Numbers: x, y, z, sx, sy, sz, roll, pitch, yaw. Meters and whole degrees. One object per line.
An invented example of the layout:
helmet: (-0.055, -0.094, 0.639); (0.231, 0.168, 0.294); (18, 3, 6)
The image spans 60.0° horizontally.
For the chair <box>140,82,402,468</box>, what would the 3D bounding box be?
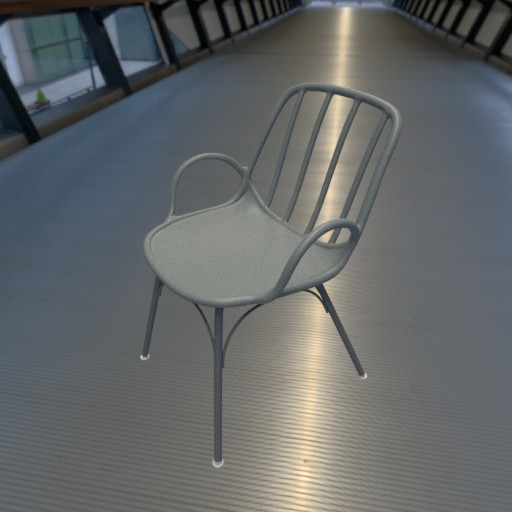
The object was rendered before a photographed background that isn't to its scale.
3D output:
chair: (0.000, 0.000, 1.220); (0.597, 0.816, 0.549); (-21, 38, -29)
